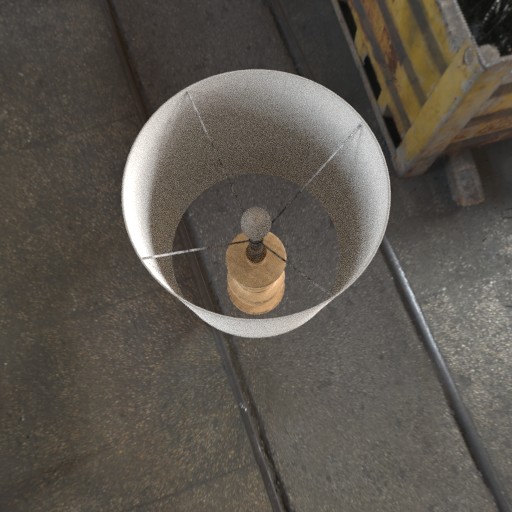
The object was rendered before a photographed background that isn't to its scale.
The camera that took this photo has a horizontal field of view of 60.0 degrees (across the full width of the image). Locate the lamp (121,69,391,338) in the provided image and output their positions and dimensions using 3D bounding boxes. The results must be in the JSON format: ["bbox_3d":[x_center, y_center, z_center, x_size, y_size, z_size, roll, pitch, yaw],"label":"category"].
[{"bbox_3d":[0.000,0.000,0.565,0.208,0.455,0.208,36,79,8],"label":"lamp"}]
